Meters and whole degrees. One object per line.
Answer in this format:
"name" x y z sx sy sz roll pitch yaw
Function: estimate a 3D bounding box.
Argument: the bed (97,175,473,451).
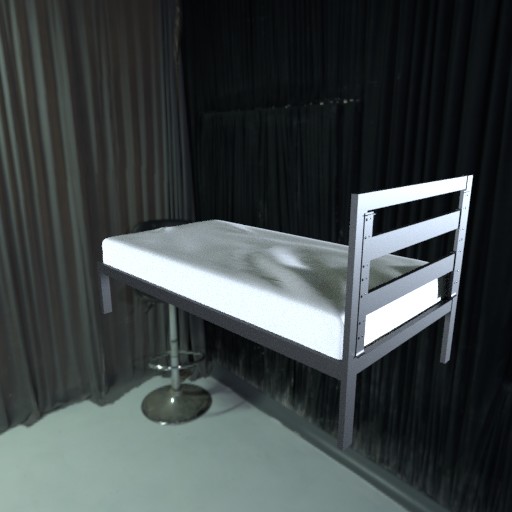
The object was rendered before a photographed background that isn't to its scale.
"bed" 0.000 0.000 2.530 1.930 0.967 0.991 15 21 43
